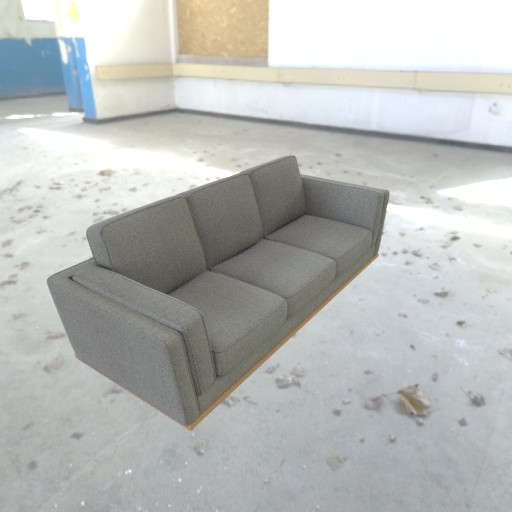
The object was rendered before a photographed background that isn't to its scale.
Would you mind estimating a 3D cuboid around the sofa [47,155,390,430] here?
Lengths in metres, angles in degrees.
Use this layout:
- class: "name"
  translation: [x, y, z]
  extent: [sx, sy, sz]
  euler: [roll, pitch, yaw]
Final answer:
- class: "sofa"
  translation: [0.000, 0.000, 2.876]
  extent: [0.903, 0.899, 2.362]
  euler: [18, 31, 32]
